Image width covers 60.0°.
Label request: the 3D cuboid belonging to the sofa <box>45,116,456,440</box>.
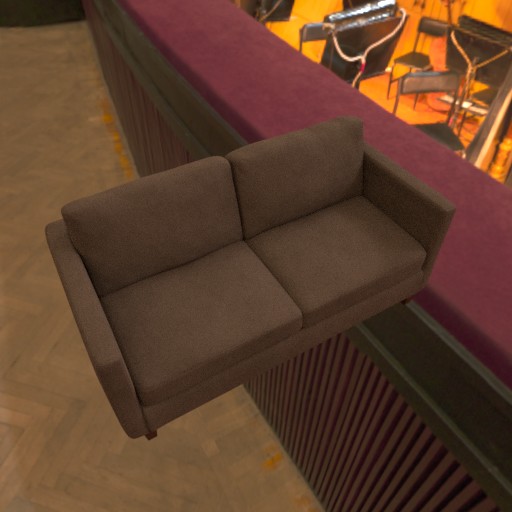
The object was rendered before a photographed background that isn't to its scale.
[{"bbox_3d":[0.000,0.000,2.389,1.884,0.963,0.950,-22,49,-21],"label":"sofa"}]
